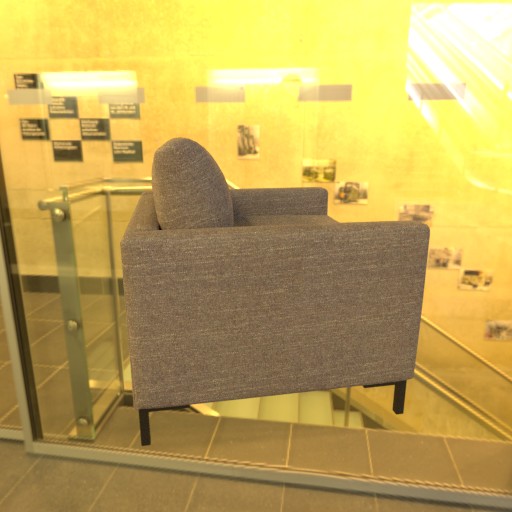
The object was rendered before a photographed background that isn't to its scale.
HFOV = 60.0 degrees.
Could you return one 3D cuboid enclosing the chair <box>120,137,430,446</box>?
[{"bbox_3d":[0.000,0.000,1.617,0.845,0.841,0.940,-3,16,-10],"label":"chair"}]
